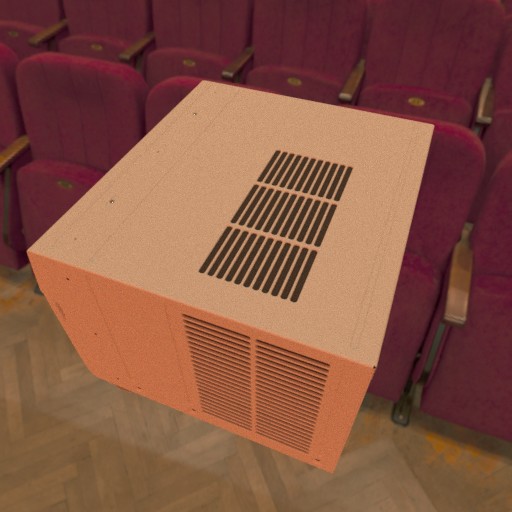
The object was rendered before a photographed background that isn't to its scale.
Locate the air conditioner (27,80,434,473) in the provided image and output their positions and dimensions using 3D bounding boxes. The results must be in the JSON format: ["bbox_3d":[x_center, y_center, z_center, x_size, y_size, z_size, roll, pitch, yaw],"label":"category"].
[{"bbox_3d":[0.000,0.000,1.021,0.599,0.455,0.645,16,49,15],"label":"air conditioner"}]
